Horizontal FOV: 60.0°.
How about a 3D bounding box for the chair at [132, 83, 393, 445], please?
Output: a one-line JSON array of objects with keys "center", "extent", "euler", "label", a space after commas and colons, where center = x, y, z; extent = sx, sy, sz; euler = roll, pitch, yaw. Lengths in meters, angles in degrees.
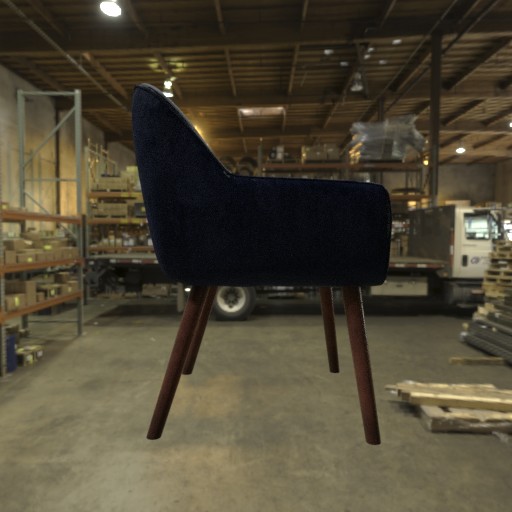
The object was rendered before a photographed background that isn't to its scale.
[{"center": [0.000, 0.000, 1.247], "extent": [0.600, 0.820, 0.600], "euler": [0, 3, 0], "label": "chair"}]
